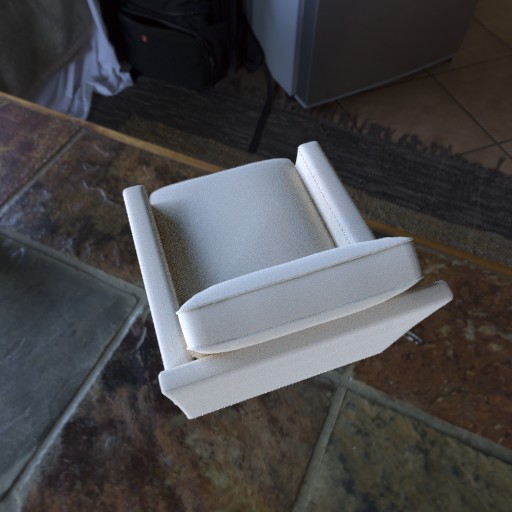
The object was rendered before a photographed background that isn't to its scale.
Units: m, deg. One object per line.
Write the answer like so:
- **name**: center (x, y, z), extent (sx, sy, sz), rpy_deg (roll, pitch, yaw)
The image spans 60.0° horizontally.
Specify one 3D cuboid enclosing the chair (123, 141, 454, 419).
- **chair**: center (0.000, 0.000, 1.707), extent (0.853, 0.943, 1.014), rpy_deg (-16, 59, -10)
